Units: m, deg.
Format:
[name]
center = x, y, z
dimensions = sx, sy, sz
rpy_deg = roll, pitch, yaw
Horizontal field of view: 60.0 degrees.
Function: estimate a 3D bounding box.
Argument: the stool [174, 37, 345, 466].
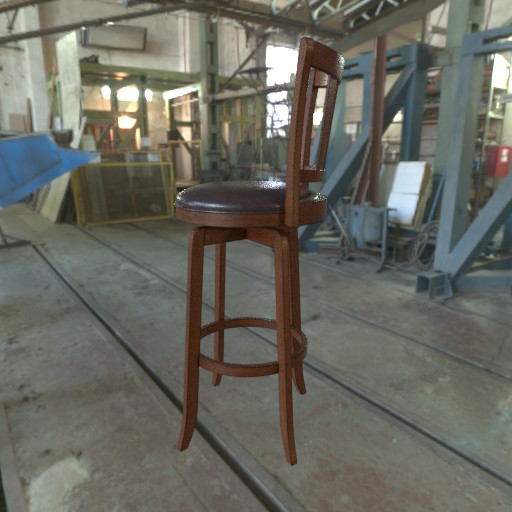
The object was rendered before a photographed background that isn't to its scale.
[stool]
center = 0.000, 0.000, 1.417
dimensions = 0.503, 1.177, 0.464
rpy_deg = 2, 14, 10
